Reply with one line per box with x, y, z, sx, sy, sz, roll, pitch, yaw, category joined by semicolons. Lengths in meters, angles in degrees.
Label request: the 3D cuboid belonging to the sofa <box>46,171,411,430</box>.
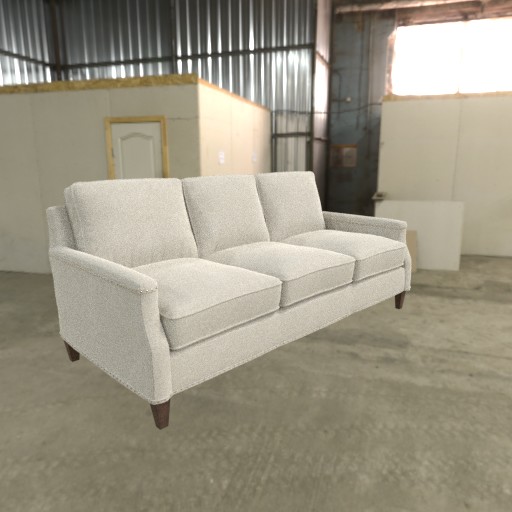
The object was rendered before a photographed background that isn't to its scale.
0.000;0.000;2.844;2.246;1.003;1.084;-13;18;-44;sofa
